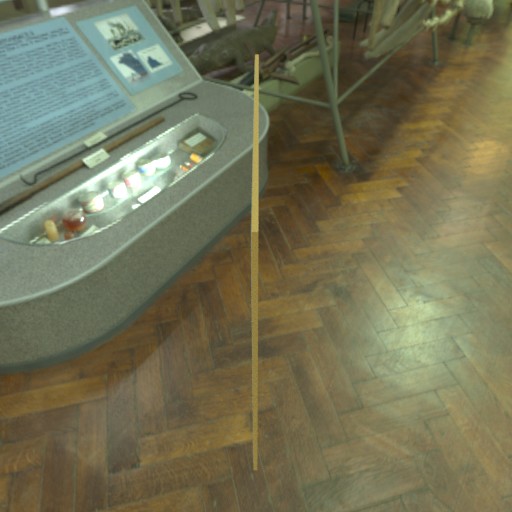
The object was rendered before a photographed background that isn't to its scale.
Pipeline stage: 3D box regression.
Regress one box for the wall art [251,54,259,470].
[{"bbox_3d":[0.000,0.000,1.447,0.013,0.959,0.962,0,41,0],"label":"wall art"}]
